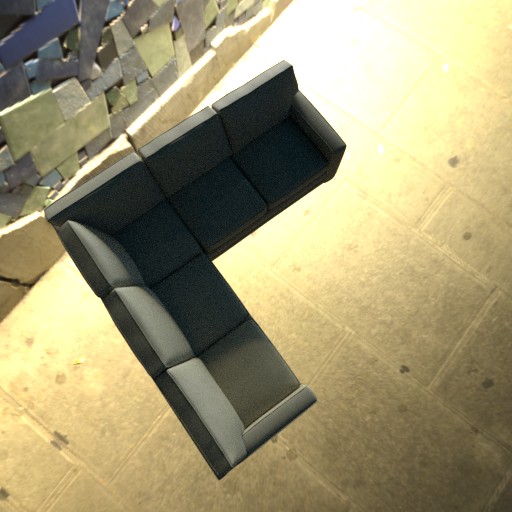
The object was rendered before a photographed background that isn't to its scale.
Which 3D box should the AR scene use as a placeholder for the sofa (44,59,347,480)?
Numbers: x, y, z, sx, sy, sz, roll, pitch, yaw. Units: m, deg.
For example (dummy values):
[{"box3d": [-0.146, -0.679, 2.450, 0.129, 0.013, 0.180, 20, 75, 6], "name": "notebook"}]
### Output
[{"box3d": [0.000, 0.000, 3.391, 2.211, 0.936, 2.188, -36, 78, -9], "name": "sofa"}]
